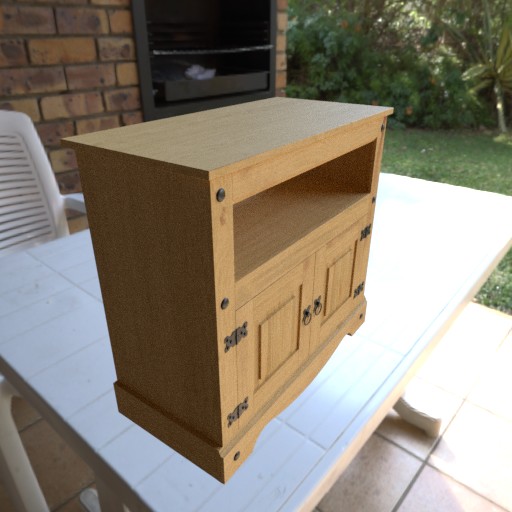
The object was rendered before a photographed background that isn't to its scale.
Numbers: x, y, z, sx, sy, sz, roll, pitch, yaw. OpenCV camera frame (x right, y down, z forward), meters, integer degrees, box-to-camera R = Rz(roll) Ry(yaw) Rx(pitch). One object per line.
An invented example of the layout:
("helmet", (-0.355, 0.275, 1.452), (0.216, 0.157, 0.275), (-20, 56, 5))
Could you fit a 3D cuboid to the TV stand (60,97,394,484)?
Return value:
("TV stand", (0.000, 0.000, 1.328), (0.430, 0.787, 0.851), (18, 32, 31))
